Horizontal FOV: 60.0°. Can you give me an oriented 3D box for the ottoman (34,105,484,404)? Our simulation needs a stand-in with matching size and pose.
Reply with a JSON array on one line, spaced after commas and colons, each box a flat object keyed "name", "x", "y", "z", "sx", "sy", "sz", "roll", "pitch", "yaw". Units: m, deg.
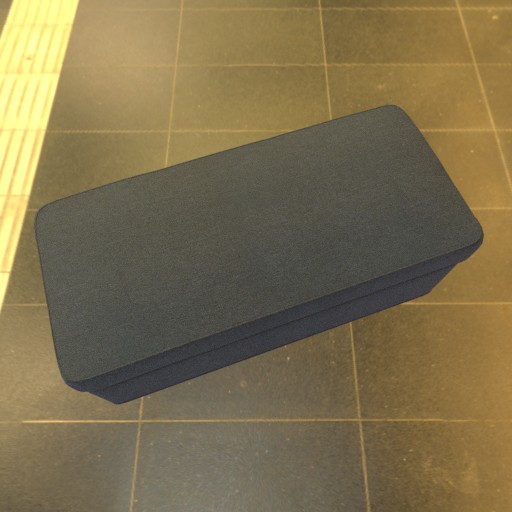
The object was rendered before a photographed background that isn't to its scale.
[{"name": "ottoman", "x": 0.000, "y": 0.000, "z": 1.336, "sx": 1.110, "sy": 0.460, "sz": 0.515, "roll": -18, "pitch": 66, "yaw": -8}]
